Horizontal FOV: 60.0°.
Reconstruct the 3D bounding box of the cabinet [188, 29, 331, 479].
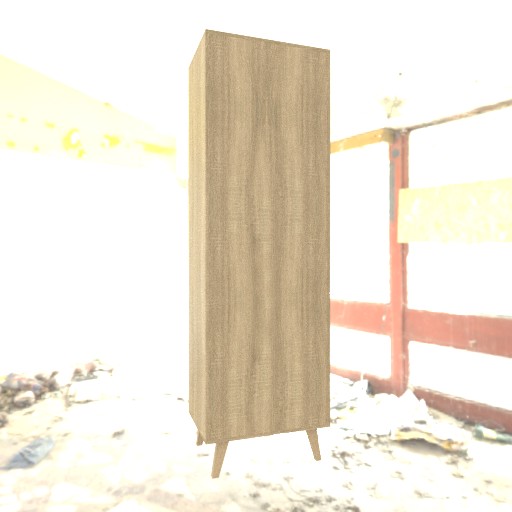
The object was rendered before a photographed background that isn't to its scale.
[{"bbox_3d":[0.000,0.000,2.086,0.570,1.850,0.400,0,0,-19],"label":"cabinet"}]
